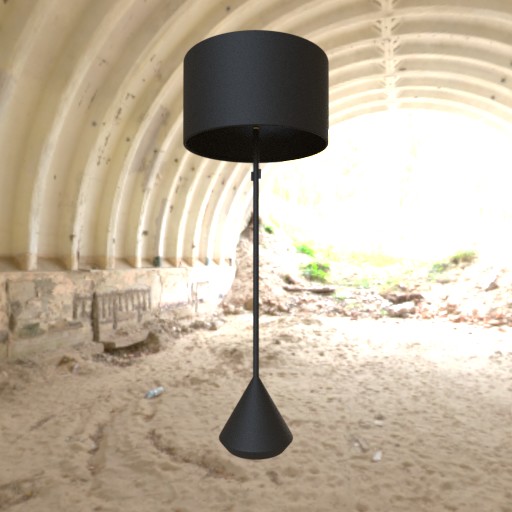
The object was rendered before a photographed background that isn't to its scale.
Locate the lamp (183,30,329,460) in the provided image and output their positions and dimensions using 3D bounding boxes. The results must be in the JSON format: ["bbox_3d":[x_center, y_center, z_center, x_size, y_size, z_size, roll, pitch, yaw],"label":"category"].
[{"bbox_3d":[0.000,0.000,1.779,0.580,1.526,0.580,0,-1,-17],"label":"lamp"}]
